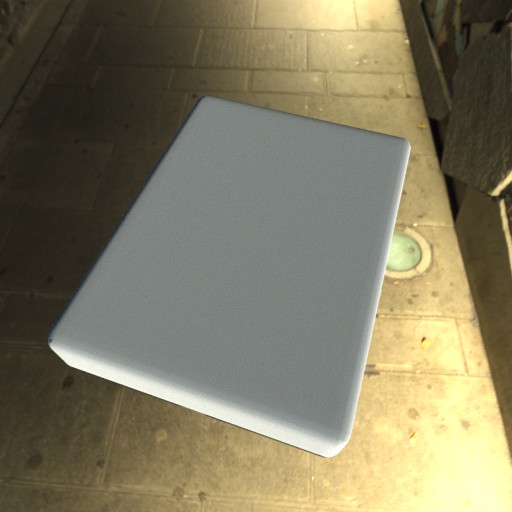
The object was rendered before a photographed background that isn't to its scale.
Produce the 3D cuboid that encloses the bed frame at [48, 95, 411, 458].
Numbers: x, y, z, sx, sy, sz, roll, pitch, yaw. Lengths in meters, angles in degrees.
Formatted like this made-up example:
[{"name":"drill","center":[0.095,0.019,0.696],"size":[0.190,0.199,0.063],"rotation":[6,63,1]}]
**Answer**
[{"name":"bed frame","center":[0.000,0.000,2.819],"size":[1.528,0.677,2.037],"rotation":[16,58,10]}]
